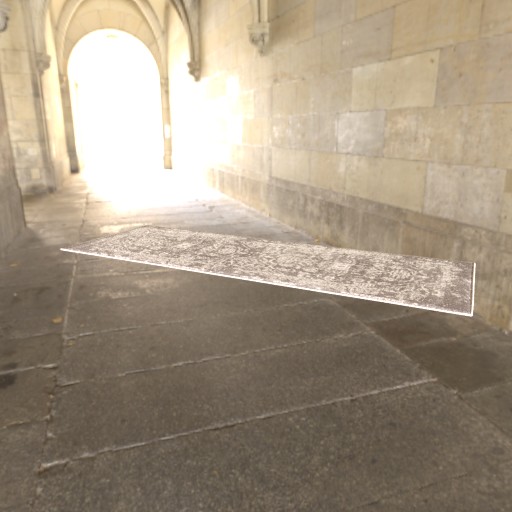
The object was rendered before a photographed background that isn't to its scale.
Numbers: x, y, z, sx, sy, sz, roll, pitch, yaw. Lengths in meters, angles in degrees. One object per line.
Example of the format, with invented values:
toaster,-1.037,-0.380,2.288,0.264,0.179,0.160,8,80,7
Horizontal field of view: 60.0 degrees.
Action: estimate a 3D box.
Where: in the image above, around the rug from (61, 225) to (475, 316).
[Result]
rug,0.000,0.000,2.752,2.452,0.017,0.855,8,18,25
